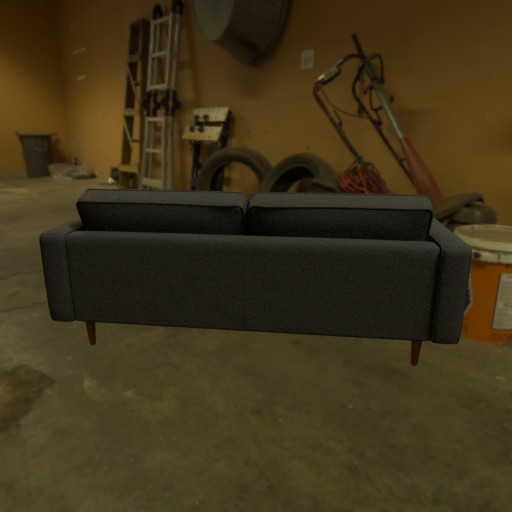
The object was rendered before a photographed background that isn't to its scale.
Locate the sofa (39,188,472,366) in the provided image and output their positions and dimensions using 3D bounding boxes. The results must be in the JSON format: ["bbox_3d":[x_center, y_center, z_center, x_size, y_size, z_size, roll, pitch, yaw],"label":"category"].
[{"bbox_3d":[0.000,0.000,2.360,1.875,0.759,0.914,2,17,7],"label":"sofa"}]
